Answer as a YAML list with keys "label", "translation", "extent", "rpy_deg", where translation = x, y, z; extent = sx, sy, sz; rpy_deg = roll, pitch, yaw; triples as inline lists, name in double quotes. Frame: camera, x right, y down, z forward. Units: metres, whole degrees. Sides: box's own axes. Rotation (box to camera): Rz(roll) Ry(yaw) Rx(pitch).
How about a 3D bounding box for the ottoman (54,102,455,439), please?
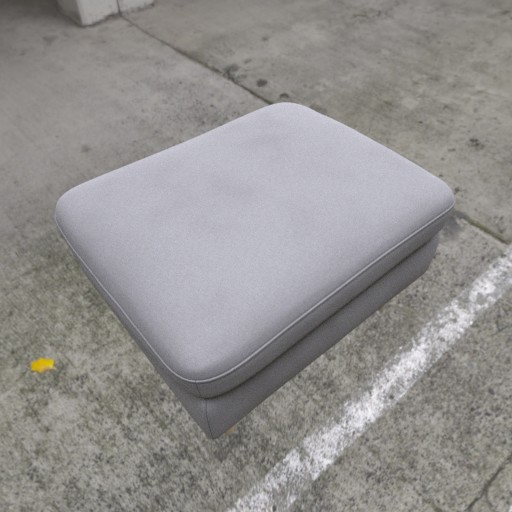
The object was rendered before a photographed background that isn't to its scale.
- label: "ottoman"
  translation: [0.000, 0.000, 1.101]
  extent: [0.747, 0.478, 0.593]
  rpy_deg: [-32, 54, -26]
